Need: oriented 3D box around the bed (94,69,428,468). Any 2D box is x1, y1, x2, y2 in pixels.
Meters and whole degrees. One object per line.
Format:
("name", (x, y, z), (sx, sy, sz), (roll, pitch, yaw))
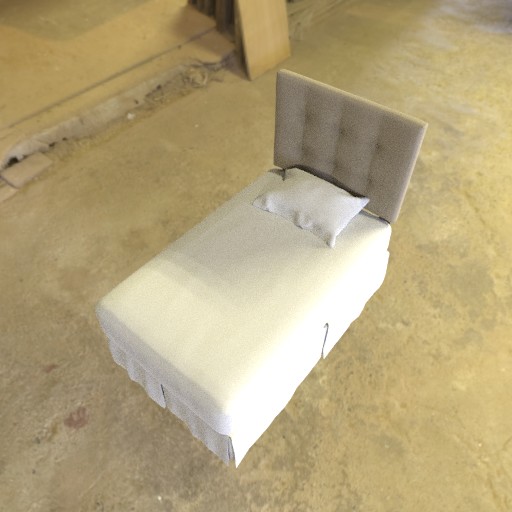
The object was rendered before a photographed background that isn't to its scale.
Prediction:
("bed", (0.000, 0.000, 3.031), (1.261, 1.571, 1.997), (32, 56, 25))
